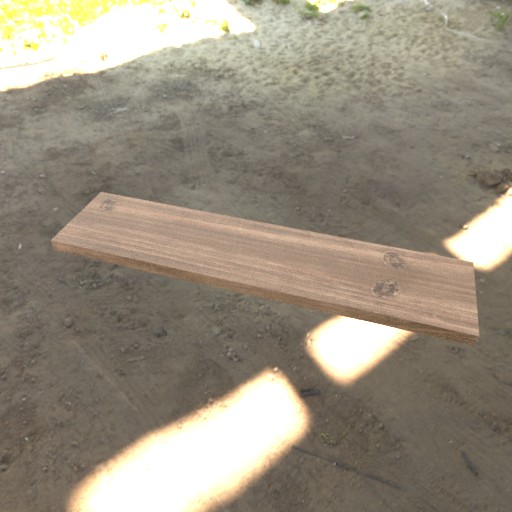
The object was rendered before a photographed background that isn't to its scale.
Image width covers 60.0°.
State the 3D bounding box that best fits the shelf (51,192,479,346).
[{"bbox_3d":[0.000,0.000,0.660,0.610,0.020,0.140,12,43,13],"label":"shelf"}]
